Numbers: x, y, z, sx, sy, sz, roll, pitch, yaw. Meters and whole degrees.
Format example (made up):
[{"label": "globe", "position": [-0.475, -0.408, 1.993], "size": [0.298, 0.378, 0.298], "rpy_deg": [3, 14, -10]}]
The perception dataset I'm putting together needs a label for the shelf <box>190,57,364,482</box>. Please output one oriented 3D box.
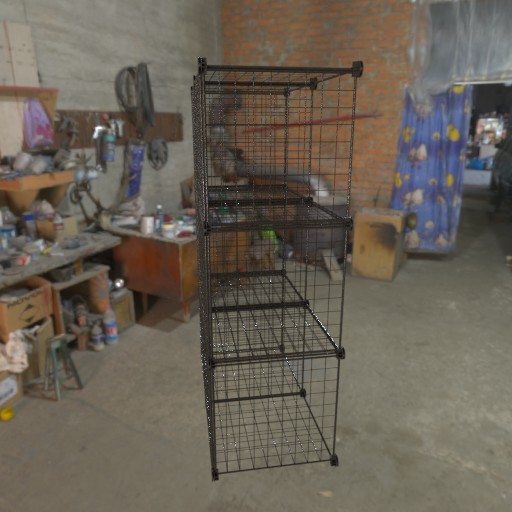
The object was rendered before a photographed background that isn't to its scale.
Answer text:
[{"label": "shelf", "position": [0.000, 0.000, 1.412], "size": [0.356, 1.067, 0.711], "rpy_deg": [-3, 16, -9]}]
